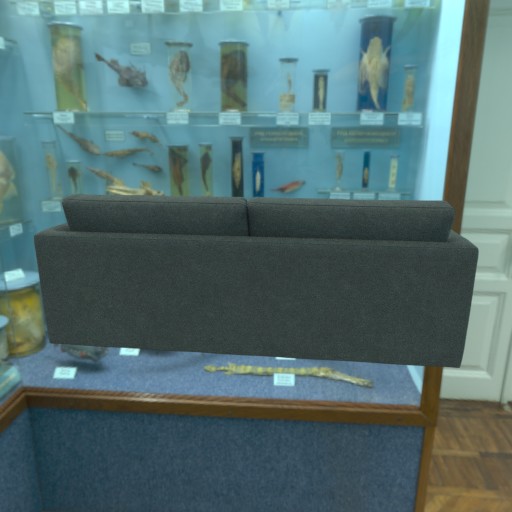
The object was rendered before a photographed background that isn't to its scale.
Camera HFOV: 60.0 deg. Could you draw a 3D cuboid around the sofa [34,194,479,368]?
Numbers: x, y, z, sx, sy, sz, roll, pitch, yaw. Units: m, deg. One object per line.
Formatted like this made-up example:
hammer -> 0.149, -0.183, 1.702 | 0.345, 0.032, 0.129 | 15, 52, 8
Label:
sofa -> 0.000, 0.000, 2.764 | 2.257, 0.838, 1.092 | 2, 16, 7
